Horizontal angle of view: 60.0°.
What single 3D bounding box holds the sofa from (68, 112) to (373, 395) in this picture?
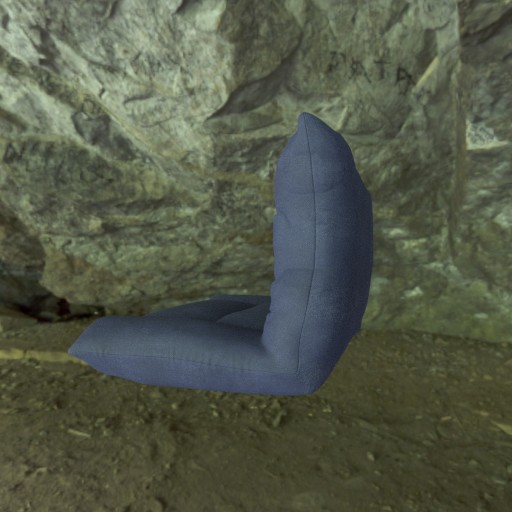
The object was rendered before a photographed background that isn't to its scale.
[{"bbox_3d":[0.000,0.000,1.733,0.849,0.778,1.122,0,-1,18],"label":"sofa"}]
